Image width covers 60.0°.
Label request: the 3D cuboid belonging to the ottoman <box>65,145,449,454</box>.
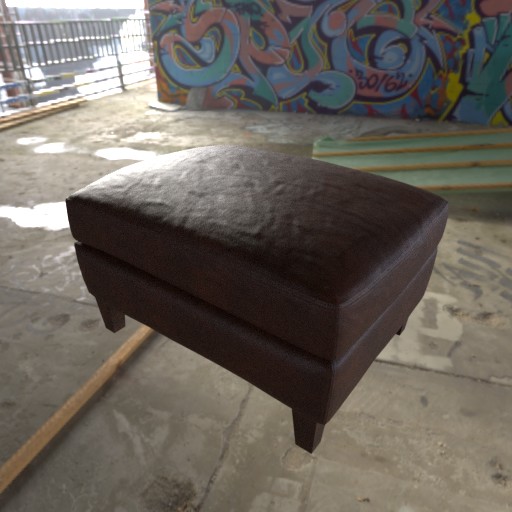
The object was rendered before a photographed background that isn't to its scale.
[{"bbox_3d":[0.000,0.000,1.282,0.887,0.527,0.659,20,35,32],"label":"ottoman"}]
